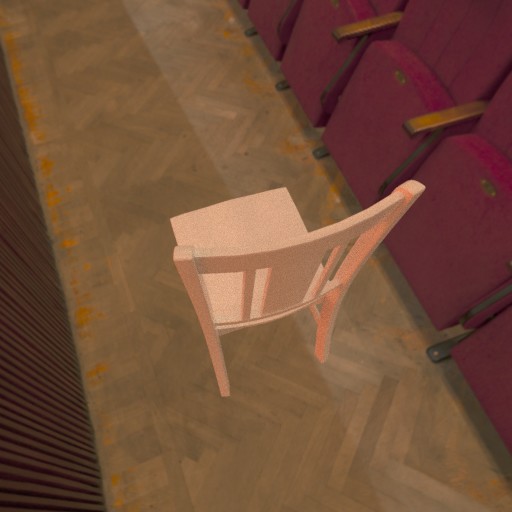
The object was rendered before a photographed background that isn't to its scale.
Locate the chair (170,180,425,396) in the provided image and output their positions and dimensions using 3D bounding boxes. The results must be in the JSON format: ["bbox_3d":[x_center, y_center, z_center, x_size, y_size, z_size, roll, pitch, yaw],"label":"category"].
[{"bbox_3d":[0.000,0.000,1.281,0.450,0.998,0.555,-16,60,-10],"label":"chair"}]
